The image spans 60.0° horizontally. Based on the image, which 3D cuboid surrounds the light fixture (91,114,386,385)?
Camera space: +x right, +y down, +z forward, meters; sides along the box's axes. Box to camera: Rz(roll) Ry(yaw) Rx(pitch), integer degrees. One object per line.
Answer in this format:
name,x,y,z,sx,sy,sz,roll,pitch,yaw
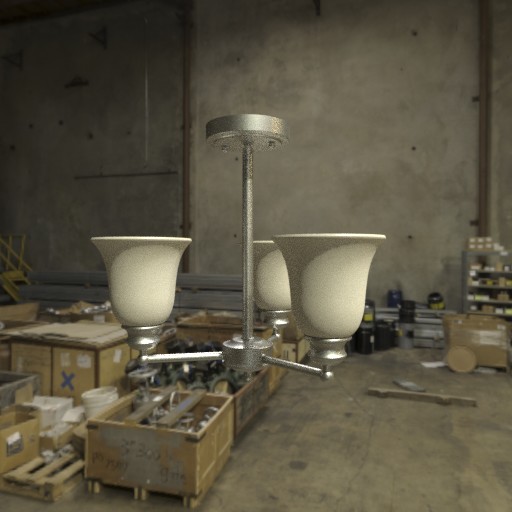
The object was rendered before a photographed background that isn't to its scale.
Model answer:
light fixture,0.000,0.000,0.673,0.388,0.370,0.354,0,0,19
